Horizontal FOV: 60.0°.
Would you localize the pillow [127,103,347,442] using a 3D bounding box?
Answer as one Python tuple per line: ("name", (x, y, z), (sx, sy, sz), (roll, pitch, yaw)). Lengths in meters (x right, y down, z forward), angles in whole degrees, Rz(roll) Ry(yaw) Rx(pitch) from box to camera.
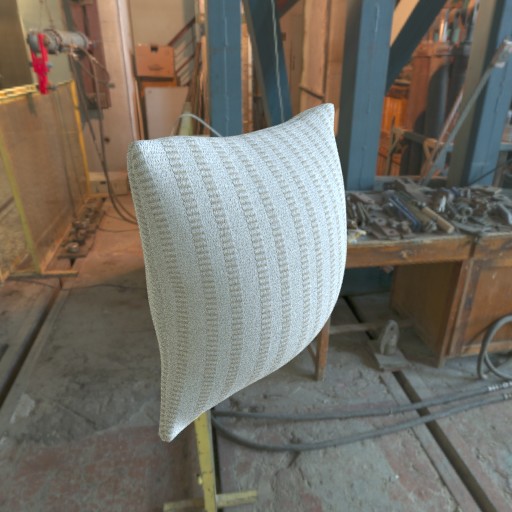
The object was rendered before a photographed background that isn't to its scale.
("pillow", (0.000, 0.000, 0.691), (0.247, 0.419, 0.438), (17, 30, 32))
